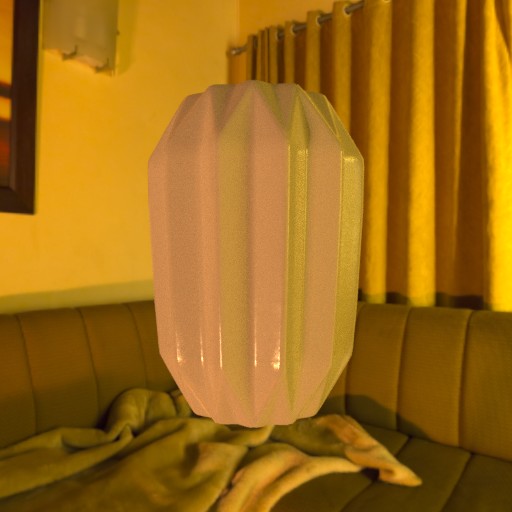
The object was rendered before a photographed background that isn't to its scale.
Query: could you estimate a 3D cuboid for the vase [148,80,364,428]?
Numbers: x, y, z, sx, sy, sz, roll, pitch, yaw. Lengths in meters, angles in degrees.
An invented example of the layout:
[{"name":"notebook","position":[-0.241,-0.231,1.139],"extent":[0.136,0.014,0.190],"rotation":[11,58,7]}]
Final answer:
[{"name":"vase","position":[0.000,0.000,0.410],"extent":[0.195,0.275,0.195],"rotation":[0,0,0]}]
